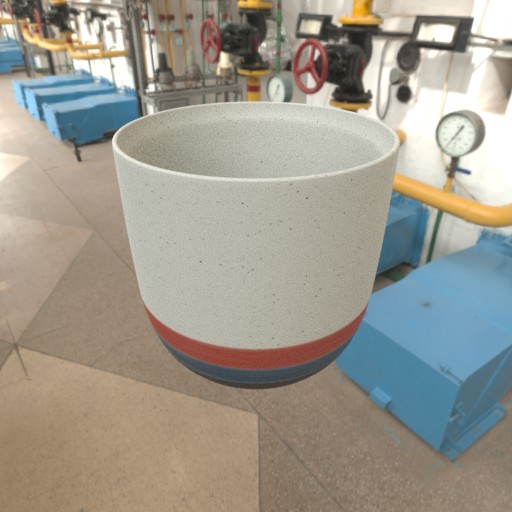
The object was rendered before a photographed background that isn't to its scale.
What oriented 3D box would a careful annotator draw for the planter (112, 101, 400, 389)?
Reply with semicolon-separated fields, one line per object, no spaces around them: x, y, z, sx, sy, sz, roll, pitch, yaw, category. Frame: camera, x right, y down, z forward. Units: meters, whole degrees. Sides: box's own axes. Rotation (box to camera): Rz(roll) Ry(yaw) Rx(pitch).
0.000;0.000;0.379;0.204;0.214;0.204;0;31;0;planter
